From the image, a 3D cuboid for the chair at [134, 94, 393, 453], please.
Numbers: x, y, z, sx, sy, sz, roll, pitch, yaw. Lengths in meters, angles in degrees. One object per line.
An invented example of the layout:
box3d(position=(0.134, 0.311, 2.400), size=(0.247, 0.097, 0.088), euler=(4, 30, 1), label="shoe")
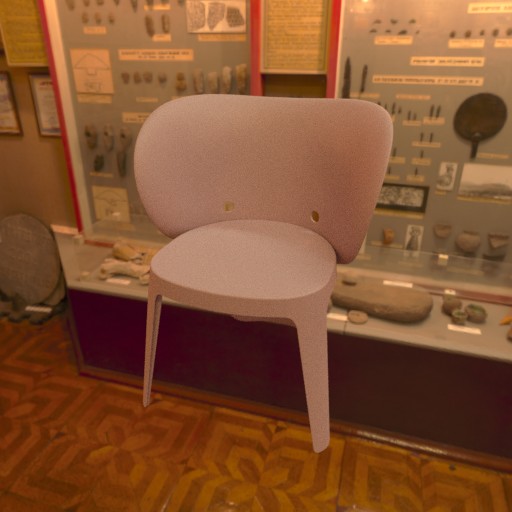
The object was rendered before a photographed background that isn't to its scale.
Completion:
box3d(position=(0.000, 0.000, 0.860), size=(0.451, 0.554, 0.402), euler=(8, 27, 16), label="chair")
